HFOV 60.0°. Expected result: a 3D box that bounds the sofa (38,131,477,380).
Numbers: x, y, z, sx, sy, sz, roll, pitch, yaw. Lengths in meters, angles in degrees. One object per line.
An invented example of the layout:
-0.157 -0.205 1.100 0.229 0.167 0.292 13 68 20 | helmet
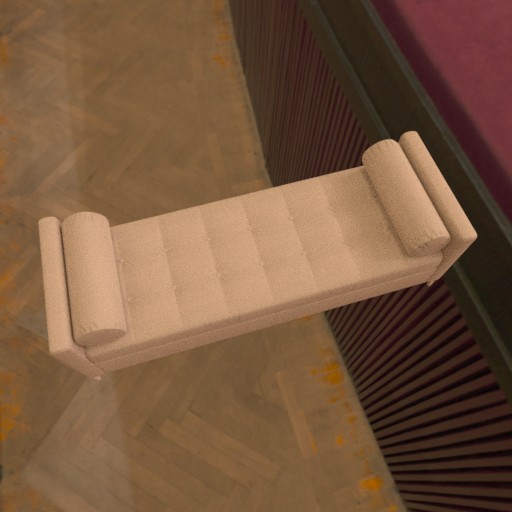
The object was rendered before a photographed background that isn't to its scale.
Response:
0.000 0.000 2.362 1.981 0.635 0.686 -15 64 -7 | sofa
